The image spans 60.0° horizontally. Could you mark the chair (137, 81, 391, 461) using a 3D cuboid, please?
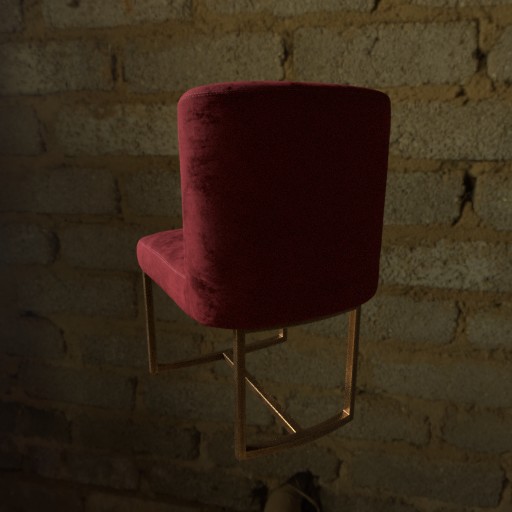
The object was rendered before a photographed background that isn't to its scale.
[{"bbox_3d":[0.000,0.000,1.184,0.530,0.824,0.560,-8,18,-26],"label":"chair"}]
